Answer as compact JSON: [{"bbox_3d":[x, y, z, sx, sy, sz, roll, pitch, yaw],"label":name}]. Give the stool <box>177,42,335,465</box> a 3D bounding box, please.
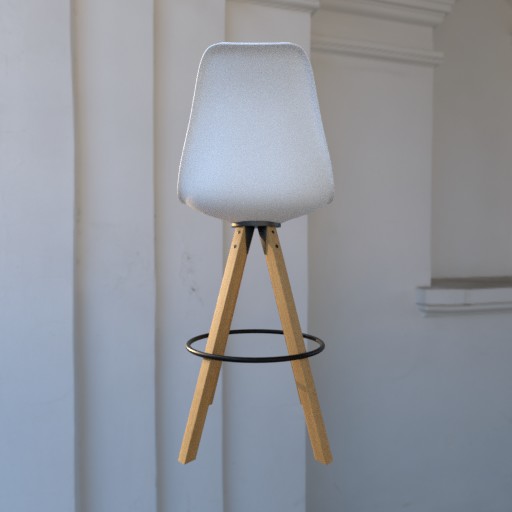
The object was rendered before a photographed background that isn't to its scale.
[{"bbox_3d":[0.000,0.000,1.412,0.482,1.115,0.549,0,1,0],"label":"stool"}]
